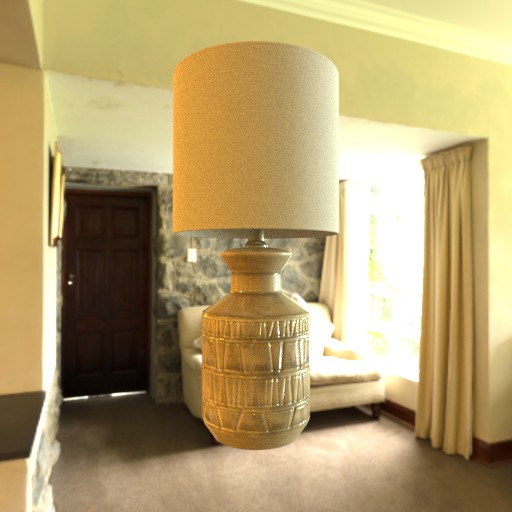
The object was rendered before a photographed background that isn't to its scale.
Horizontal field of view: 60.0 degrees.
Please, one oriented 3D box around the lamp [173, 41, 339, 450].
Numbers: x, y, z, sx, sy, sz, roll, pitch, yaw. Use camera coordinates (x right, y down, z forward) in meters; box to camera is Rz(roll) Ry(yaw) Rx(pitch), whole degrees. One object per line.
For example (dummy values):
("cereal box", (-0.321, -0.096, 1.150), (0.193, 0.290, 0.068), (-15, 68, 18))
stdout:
("lamp", (0.000, 0.000, 0.573), (0.211, 0.455, 0.211), (0, -1, 19))
